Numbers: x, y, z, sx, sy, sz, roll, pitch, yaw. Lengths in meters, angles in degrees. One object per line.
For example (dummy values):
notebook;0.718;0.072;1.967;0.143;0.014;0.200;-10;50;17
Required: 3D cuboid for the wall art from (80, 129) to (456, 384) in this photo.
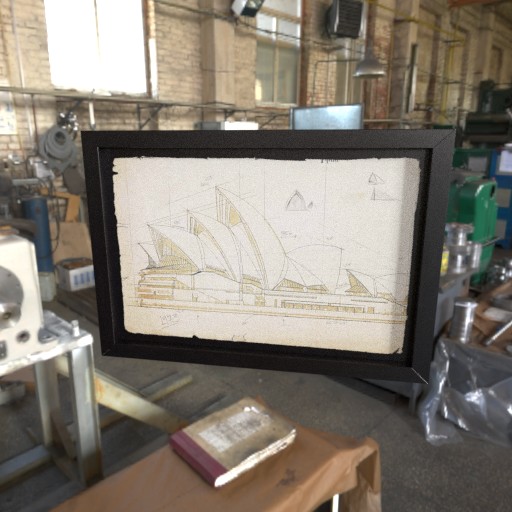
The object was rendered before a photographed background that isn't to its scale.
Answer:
wall art;0.000;0.000;0.836;0.657;0.458;0.027;2;15;10
